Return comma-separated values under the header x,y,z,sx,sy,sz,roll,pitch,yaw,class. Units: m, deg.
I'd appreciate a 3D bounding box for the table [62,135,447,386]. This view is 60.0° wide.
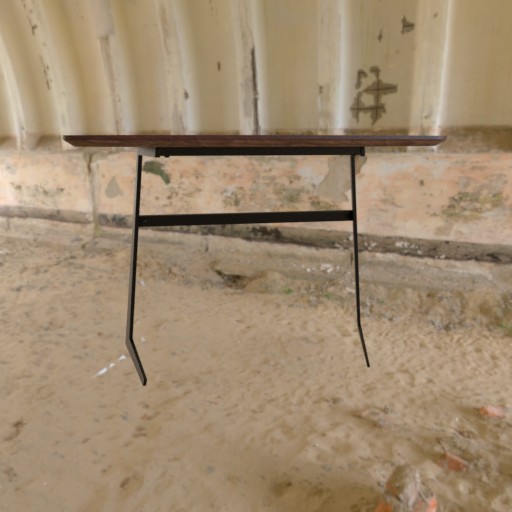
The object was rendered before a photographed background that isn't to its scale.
x,y,z,sx,sy,sz,roll,pitch,yaw,class
0.000,0.000,1.102,0.804,0.576,0.361,-2,15,-9,table
